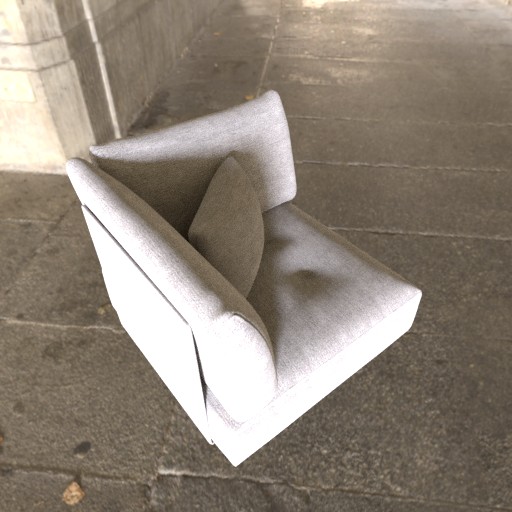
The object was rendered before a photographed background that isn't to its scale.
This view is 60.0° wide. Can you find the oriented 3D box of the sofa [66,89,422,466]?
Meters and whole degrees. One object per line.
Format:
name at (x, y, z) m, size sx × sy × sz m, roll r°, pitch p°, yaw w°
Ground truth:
sofa at (0.000, 0.000, 1.745) m, size 1.000 × 0.820 × 1.000 m, roll -28°, pitch 49°, yaw -28°
